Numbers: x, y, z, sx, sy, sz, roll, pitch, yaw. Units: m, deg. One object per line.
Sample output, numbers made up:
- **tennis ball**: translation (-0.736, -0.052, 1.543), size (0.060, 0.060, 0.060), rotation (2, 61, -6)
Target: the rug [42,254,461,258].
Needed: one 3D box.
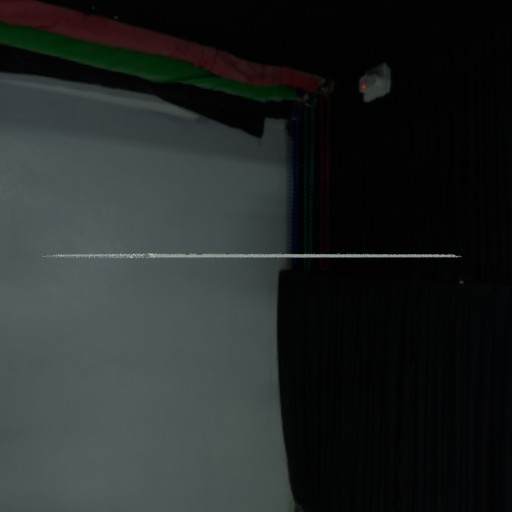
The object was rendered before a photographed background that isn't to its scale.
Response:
- **rug**: translation (0.000, 0.000, 2.323), size (1.847, 0.014, 1.230), rotation (0, 0, -36)
